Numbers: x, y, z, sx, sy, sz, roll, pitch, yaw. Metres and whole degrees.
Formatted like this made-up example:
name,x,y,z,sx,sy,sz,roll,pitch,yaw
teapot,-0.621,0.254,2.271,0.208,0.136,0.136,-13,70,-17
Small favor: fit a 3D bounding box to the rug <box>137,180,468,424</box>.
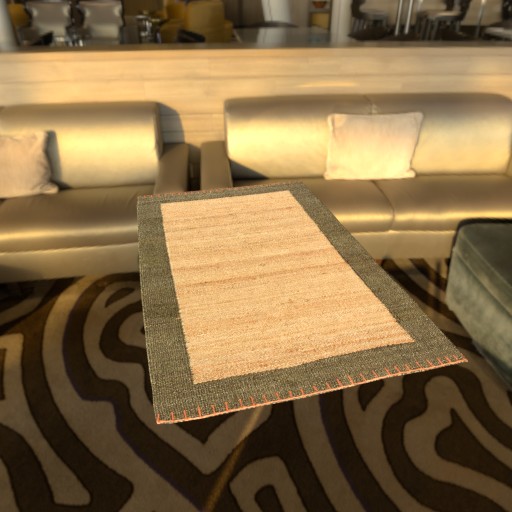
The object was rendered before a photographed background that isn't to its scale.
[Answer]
name,x,y,z,sx,sy,sz,roll,pitch,yaw
rug,0.000,0.000,2.977,1.521,0.006,2.435,-8,32,-12
